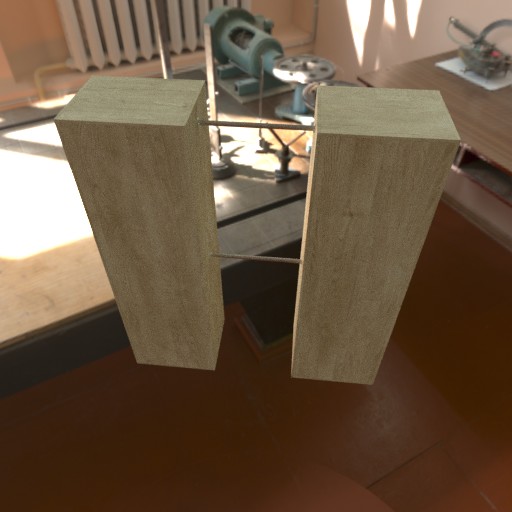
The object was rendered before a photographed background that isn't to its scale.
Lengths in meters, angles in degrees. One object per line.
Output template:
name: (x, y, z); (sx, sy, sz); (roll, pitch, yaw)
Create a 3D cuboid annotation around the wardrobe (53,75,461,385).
wardrobe: (0.000, 0.000, 2.785); (1.770, 2.000, 0.480); (4, 45, 4)
